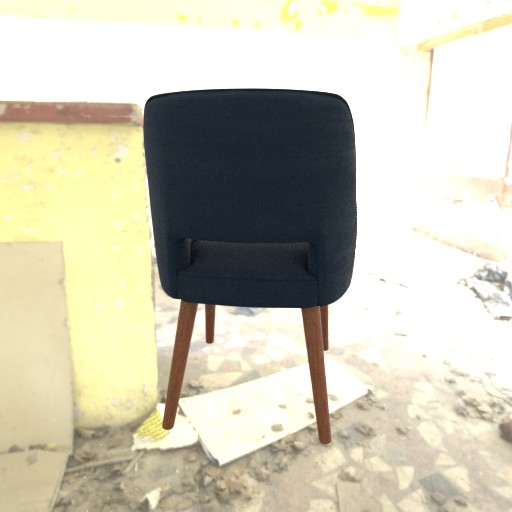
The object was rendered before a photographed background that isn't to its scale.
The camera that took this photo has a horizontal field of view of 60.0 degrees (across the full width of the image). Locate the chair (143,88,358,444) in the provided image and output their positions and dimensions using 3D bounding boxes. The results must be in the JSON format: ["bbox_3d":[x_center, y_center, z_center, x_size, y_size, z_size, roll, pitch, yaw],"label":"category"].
[{"bbox_3d":[0.000,0.000,1.255,0.559,0.844,0.591,2,16,7],"label":"chair"}]
